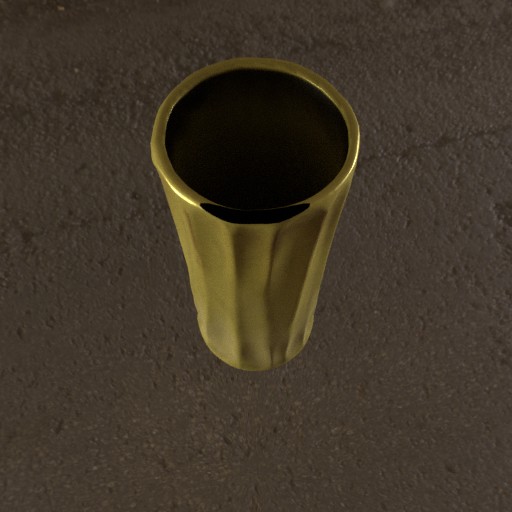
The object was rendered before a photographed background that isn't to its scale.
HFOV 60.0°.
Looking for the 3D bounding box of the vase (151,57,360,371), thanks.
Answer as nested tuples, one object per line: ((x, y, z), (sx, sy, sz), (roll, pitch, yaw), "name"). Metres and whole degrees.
((0.000, 0.000, 0.173), (0.061, 0.143, 0.061), (0, 64, 0), "vase")
